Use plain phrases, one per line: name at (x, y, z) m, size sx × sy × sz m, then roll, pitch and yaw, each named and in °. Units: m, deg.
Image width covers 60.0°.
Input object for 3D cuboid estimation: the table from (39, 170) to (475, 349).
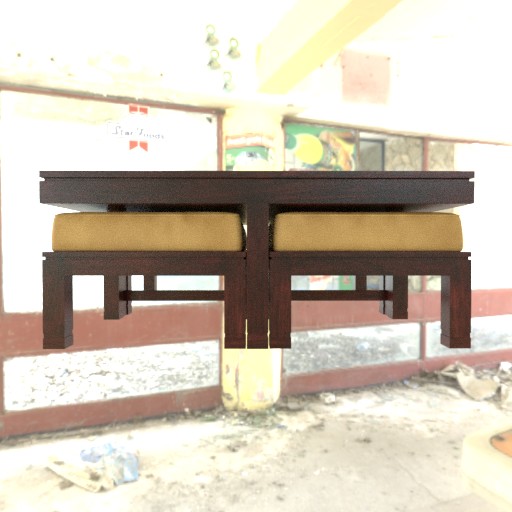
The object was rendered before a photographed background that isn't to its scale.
table at (0.000, 0.000, 1.315) m, size 0.865 × 0.356 × 0.865 m, roll 0°, pitch 1°, yaw 0°
